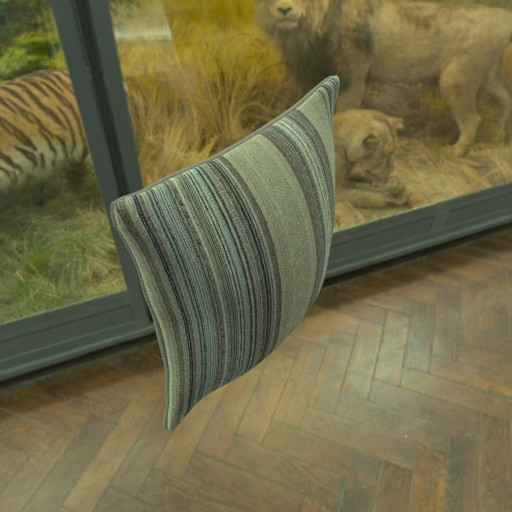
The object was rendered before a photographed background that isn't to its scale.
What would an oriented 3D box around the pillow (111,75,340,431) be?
[{"bbox_3d":[0.000,0.000,0.667,0.189,0.416,0.435,25,47,27],"label":"pillow"}]
